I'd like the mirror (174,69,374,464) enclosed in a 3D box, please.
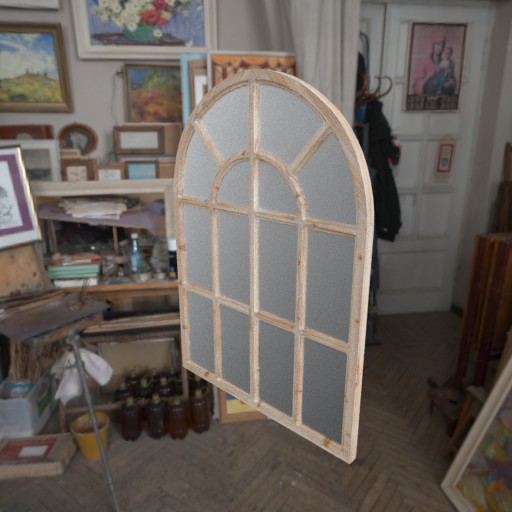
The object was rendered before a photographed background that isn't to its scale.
[{"bbox_3d":[0.000,0.000,1.180,0.660,0.920,0.032,15,22,41],"label":"mirror"}]
